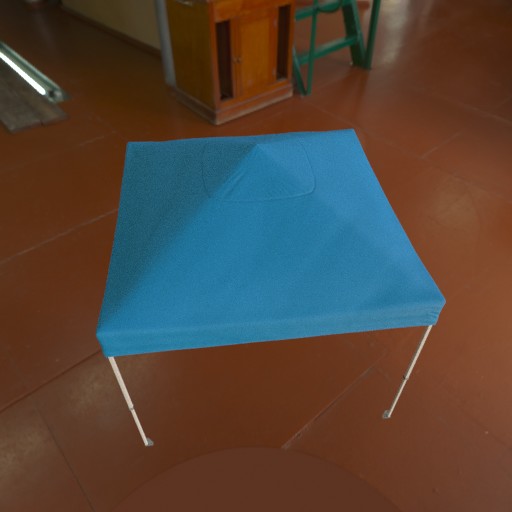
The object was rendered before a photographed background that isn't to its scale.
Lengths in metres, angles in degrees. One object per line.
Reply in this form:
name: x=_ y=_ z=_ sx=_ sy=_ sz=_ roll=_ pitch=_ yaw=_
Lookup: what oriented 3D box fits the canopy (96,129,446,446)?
canopy: x=0.000 y=0.000 z=5.280 sx=2.996 sy=2.997 sz=2.998 roll=-5 pitch=45 yaw=-5
